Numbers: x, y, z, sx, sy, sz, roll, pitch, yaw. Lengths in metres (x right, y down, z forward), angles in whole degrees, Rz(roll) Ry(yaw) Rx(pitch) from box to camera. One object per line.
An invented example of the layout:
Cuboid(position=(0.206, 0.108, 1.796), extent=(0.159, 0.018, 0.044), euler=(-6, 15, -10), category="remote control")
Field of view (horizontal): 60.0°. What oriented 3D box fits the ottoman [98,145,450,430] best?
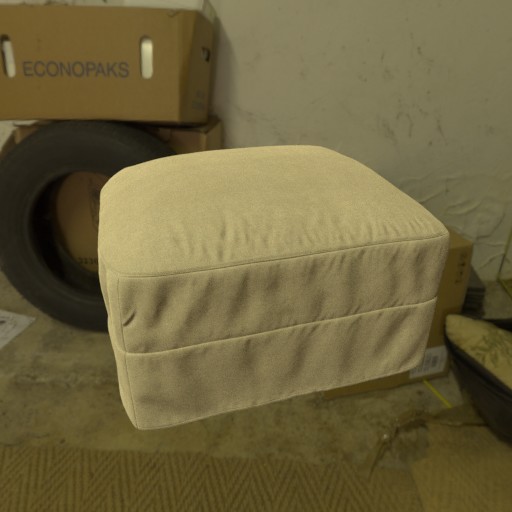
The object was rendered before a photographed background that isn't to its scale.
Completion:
Cuboid(position=(0.000, 0.000, 1.085), extent=(0.712, 0.480, 0.584), euler=(-8, 29, -15), category="ottoman")
